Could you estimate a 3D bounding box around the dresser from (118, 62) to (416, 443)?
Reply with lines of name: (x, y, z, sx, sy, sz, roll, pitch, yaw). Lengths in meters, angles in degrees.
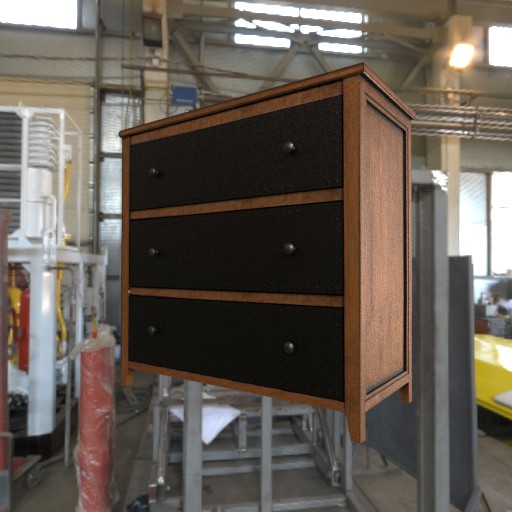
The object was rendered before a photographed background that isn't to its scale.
dresser: (0.000, 0.000, 1.995, 1.250, 1.224, 0.591, -1, -2, 36)
